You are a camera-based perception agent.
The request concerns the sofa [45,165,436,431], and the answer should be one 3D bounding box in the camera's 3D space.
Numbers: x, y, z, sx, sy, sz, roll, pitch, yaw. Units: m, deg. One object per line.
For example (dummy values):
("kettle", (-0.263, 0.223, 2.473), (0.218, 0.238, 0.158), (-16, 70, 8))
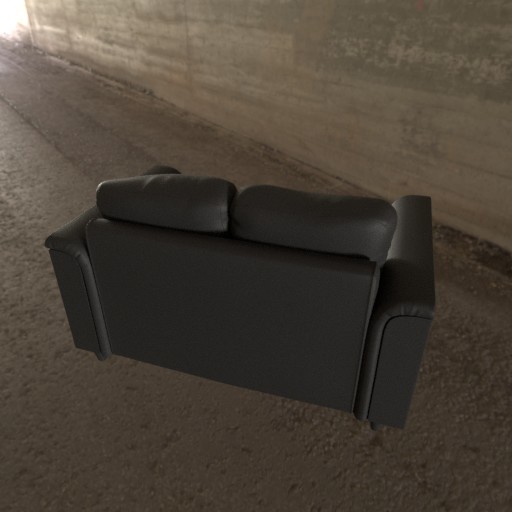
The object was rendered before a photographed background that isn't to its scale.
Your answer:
("sofa", (0.000, 0.000, 1.925), (1.386, 0.845, 0.887), (9, 32, 15))
